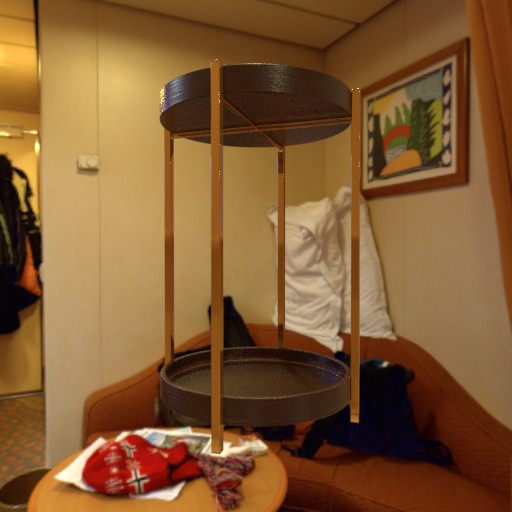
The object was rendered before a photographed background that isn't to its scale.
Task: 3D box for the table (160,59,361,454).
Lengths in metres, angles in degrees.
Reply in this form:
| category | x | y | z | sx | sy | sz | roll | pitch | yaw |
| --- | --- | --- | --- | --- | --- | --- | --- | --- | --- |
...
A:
| category | x | y | z | sx | sy | sz | roll | pitch | yaw |
| --- | --- | --- | --- | --- | --- | --- | --- | --- | --- |
| table | 0.000 | 0.000 | 0.875 | 0.400 | 0.610 | 0.400 | 0 | 1 | 18 |
